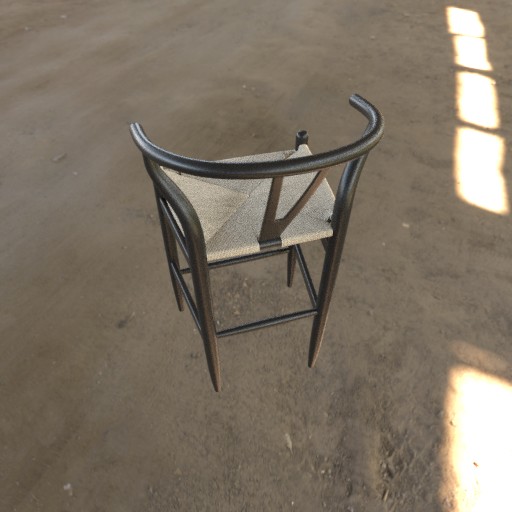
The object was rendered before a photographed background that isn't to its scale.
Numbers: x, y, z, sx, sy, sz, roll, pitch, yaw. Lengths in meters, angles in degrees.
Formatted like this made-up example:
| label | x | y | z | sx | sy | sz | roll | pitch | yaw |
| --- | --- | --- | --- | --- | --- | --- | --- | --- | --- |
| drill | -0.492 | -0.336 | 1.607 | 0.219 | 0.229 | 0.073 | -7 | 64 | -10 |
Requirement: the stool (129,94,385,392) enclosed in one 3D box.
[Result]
| label | x | y | z | sx | sy | sz | roll | pitch | yaw |
| --- | --- | --- | --- | --- | --- | --- | --- | --- | --- |
| stool | 0.000 | 0.000 | 1.317 | 0.569 | 0.970 | 0.579 | -11 | 44 | -12 |
